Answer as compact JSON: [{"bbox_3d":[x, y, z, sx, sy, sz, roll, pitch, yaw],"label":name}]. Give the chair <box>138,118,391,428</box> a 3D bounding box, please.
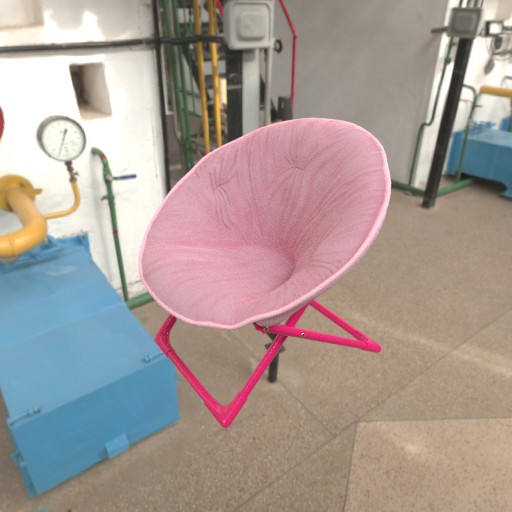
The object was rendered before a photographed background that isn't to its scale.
[{"bbox_3d":[0.000,0.000,0.925,0.459,0.494,0.522,-20,36,-31],"label":"chair"}]
